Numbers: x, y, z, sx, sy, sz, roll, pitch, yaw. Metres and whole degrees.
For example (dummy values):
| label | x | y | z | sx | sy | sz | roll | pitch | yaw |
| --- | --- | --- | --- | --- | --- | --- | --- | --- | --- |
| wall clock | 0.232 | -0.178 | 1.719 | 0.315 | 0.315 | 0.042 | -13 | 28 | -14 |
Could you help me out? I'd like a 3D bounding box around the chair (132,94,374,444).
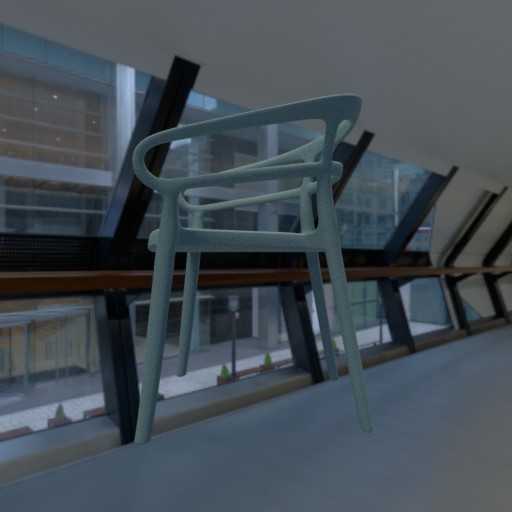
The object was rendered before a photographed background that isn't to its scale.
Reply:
| label | x | y | z | sx | sy | sz | roll | pitch | yaw |
| --- | --- | --- | --- | --- | --- | --- | --- | --- | --- |
| chair | 0.000 | 0.000 | 1.152 | 0.527 | 0.761 | 0.559 | 0 | 0 | -1 |
